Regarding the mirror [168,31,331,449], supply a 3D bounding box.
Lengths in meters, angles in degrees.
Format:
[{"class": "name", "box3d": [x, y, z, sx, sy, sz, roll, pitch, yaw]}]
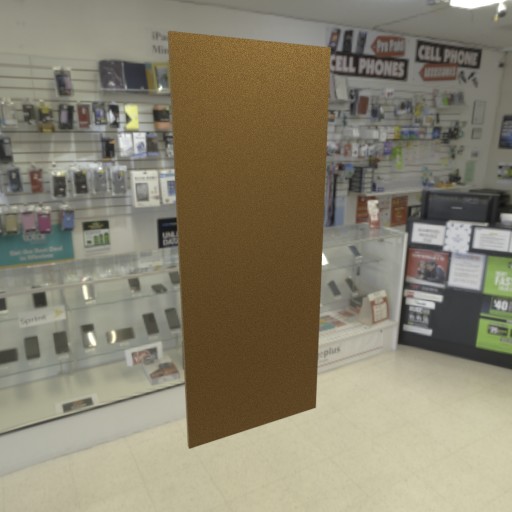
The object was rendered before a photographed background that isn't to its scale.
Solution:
[{"class": "mirror", "box3d": [0.000, 0.000, 2.284, 0.812, 2.031, 0.025, -8, 17, -26]}]
